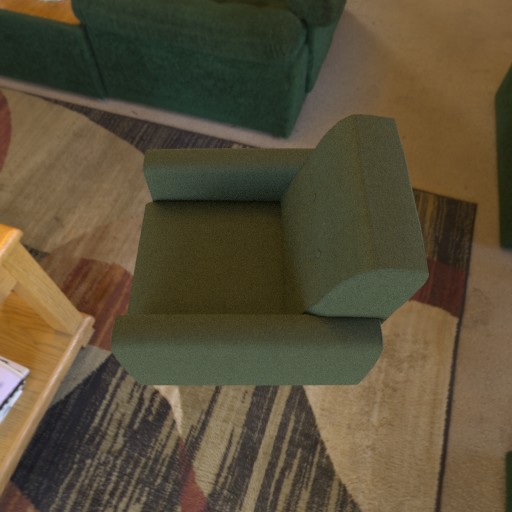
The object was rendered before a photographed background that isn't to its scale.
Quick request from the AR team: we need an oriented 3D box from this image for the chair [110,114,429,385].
[{"bbox_3d":[0.000,0.000,1.623,0.909,0.841,0.831,0,59,0],"label":"chair"}]
